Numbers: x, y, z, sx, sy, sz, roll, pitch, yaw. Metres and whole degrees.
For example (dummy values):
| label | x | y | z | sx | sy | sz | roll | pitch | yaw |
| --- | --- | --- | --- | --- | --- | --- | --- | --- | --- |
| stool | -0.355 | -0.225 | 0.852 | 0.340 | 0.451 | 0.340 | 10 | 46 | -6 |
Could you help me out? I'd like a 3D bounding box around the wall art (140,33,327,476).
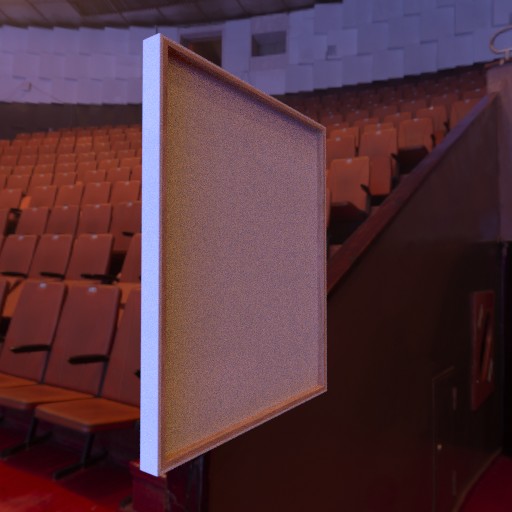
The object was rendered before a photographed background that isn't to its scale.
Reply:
| label | x | y | z | sx | sy | sz | roll | pitch | yaw |
| --- | --- | --- | --- | --- | --- | --- | --- | --- | --- |
| wall art | 0.000 | 0.000 | 0.821 | 0.037 | 0.606 | 0.508 | -1 | -2 | 35 |
